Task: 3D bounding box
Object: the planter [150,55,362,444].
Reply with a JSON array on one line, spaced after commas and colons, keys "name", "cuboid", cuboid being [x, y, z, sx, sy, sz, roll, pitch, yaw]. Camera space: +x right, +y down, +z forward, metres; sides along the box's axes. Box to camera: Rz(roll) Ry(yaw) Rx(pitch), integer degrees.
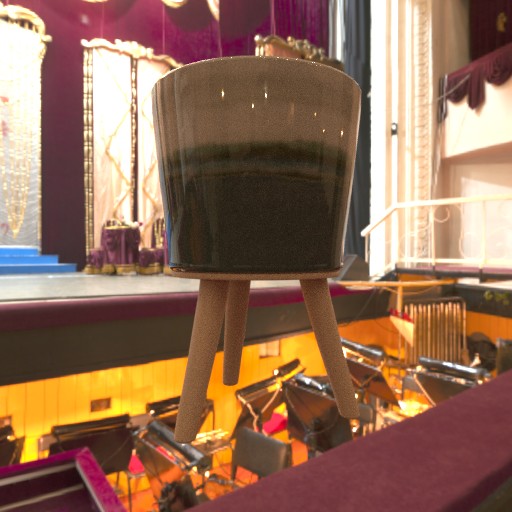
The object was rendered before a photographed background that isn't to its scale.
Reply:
[{"name": "planter", "cuboid": [0.000, 0.000, 0.469, 0.217, 0.331, 0.217, -1, 1, -37]}]
